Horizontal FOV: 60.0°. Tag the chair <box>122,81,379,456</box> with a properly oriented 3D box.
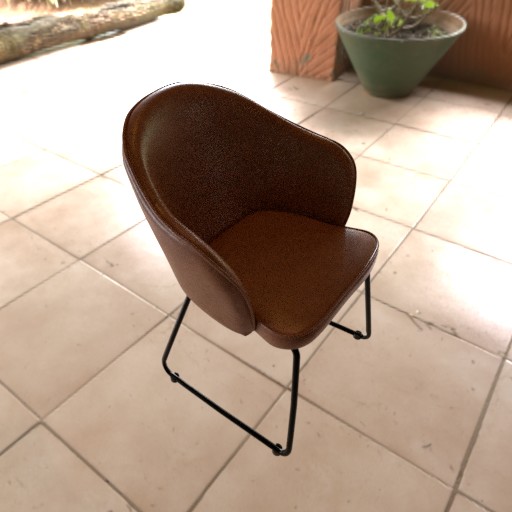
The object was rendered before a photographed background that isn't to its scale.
[{"bbox_3d":[0.000,0.000,1.195,0.580,0.785,0.582,24,45,27],"label":"chair"}]
